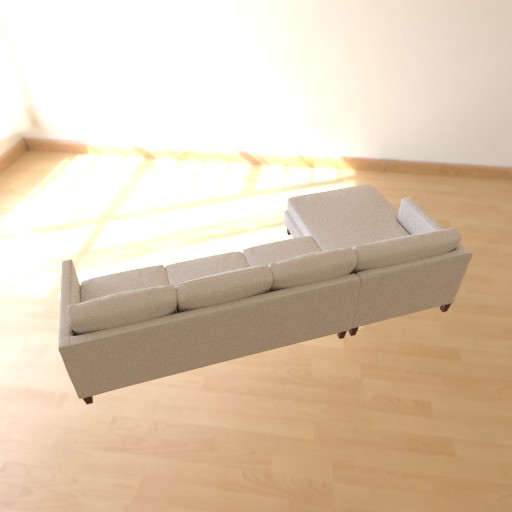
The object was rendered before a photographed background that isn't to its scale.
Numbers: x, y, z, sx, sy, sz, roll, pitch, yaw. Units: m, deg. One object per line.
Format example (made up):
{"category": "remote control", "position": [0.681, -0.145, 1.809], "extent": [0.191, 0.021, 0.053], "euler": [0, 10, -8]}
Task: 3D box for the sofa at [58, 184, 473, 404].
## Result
{"category": "sofa", "position": [0.000, 0.000, 3.946], "extent": [3.186, 0.846, 1.625], "euler": [-11, 41, -13]}
